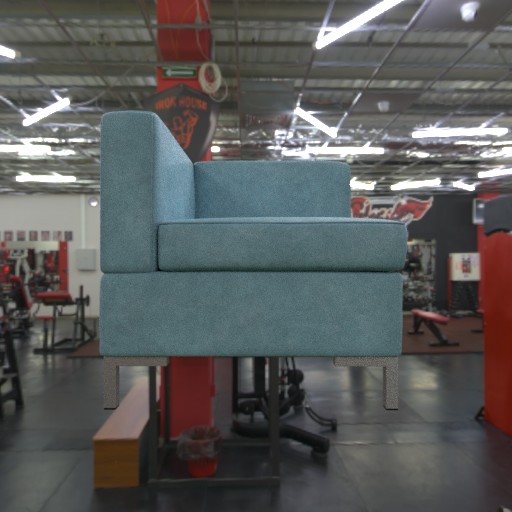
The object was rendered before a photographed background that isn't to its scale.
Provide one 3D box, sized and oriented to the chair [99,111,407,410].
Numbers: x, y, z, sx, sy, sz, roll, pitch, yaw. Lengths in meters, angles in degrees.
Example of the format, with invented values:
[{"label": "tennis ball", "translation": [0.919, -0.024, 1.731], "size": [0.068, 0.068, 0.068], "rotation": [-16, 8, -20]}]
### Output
[{"label": "chair", "translation": [0.000, 0.000, 1.273], "size": [0.684, 0.660, 0.691], "rotation": [0, 0, 0]}]
